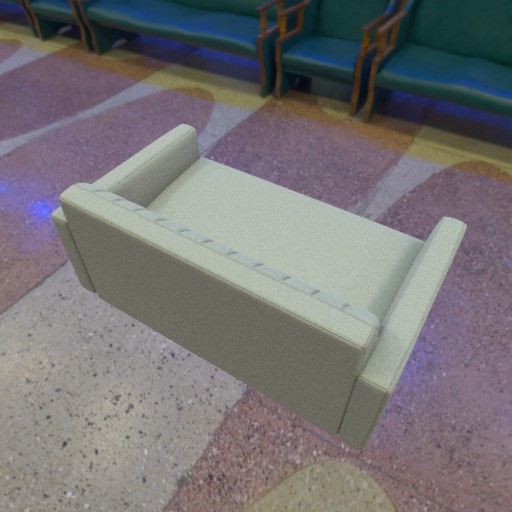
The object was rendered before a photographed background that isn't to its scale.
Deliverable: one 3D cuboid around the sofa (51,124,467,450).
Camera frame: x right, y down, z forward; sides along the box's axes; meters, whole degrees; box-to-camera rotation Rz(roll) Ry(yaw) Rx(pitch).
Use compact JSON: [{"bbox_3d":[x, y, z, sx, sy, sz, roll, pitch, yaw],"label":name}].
[{"bbox_3d":[0.000,0.000,2.100,1.585,0.801,0.950,25,51,22],"label":"sofa"}]
